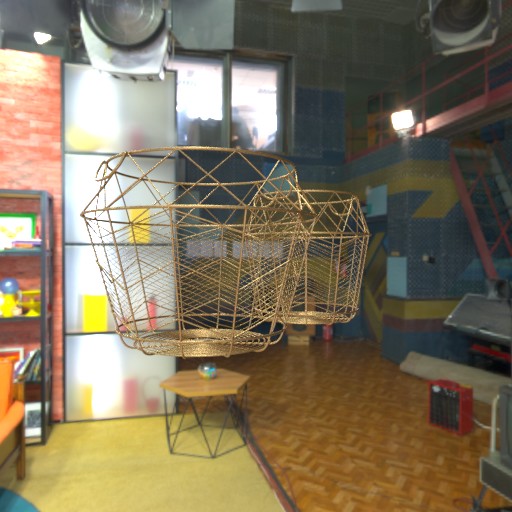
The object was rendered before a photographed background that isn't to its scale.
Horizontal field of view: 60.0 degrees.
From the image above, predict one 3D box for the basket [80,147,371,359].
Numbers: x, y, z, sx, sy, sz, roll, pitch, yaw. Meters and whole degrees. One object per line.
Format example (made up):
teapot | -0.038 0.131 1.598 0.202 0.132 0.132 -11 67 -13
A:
basket | 0.000 0.000 1.016 0.451 0.343 0.805 0 0 36
